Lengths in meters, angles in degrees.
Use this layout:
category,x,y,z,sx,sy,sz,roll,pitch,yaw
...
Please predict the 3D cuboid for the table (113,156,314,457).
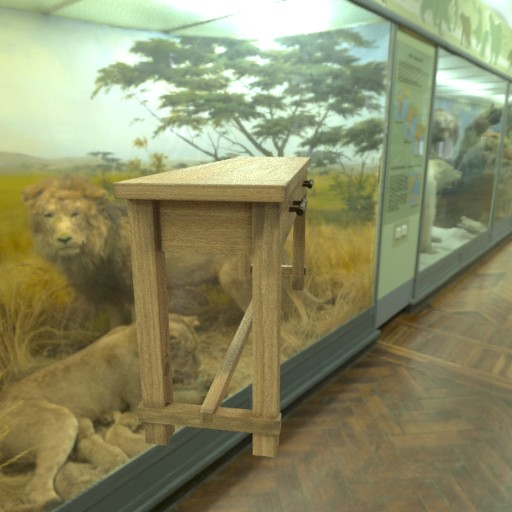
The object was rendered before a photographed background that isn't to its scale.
category,x,y,z,sx,sy,sz,roll,pitch,yaw
table,0.000,0.000,1.882,0.442,0.762,1.599,2,15,9
